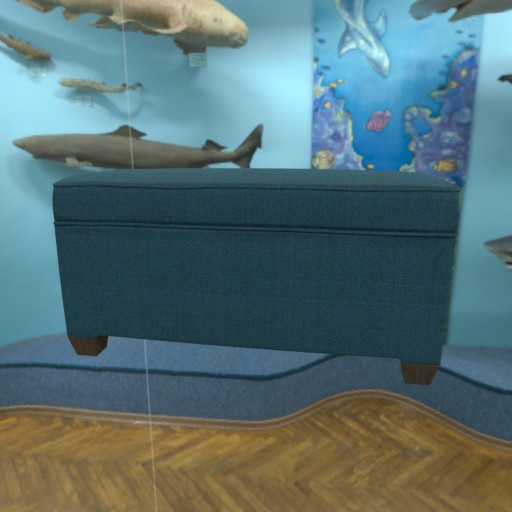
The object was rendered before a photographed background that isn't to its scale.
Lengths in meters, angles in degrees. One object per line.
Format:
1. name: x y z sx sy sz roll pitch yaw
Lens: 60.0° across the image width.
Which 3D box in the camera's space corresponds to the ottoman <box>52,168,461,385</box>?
1. ottoman: 0.000 0.000 1.234 0.943 0.474 0.474 2 15 9
